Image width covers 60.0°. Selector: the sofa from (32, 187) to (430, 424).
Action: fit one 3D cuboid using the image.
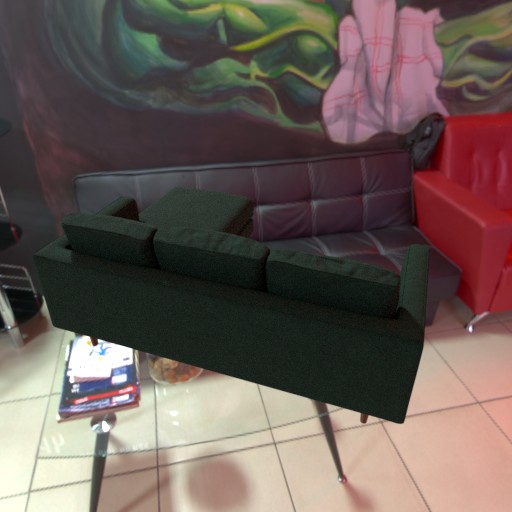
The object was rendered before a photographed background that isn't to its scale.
[{"bbox_3d":[0.000,0.000,2.842,2.030,0.899,1.580,11,33,17],"label":"sofa"}]
